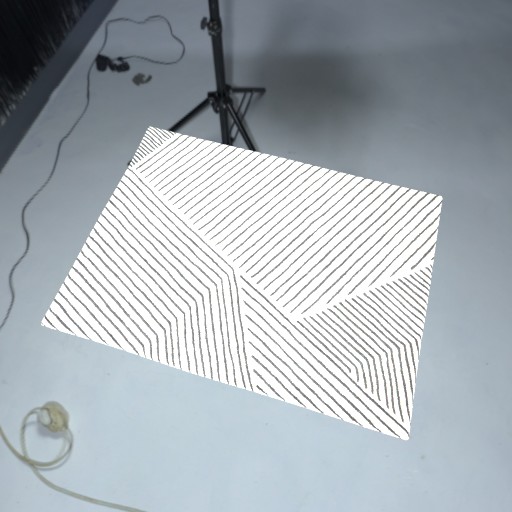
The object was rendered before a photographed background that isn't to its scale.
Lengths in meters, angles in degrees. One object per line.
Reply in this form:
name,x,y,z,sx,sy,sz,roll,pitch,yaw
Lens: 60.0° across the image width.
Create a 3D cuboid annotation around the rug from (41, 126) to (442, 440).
rug,0.000,0.000,3.185,2.449,0.028,1.829,15,64,8
